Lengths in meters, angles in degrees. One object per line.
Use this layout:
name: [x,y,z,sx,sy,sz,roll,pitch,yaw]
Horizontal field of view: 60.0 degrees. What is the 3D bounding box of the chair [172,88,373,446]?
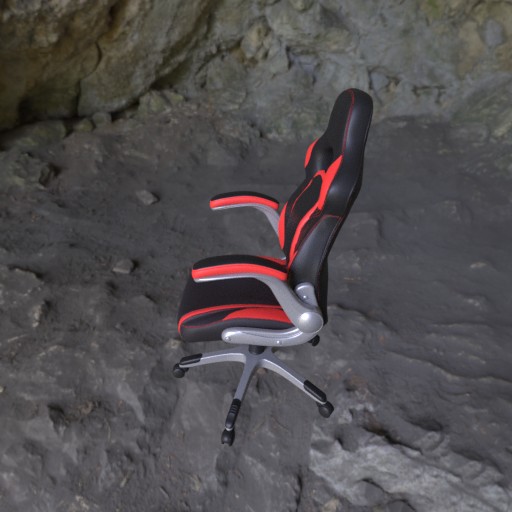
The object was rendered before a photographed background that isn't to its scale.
chair: [0.000,0.000,1.644,0.712,1.165,0.758,0,28,0]
